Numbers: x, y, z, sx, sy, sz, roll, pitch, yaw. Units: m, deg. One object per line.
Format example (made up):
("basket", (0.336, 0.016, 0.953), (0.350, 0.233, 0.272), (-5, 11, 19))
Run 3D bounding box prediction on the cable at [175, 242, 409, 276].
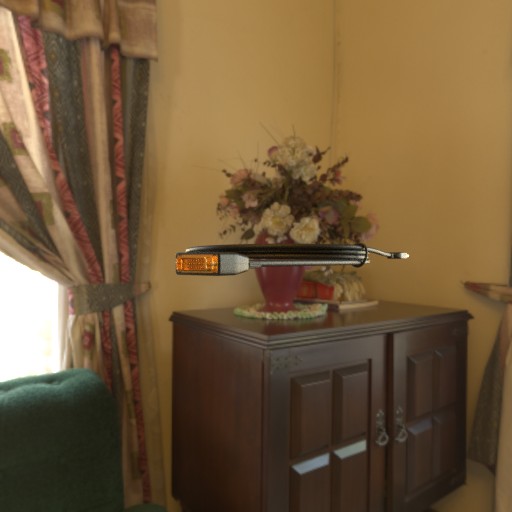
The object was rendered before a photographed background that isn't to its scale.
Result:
("cable", (0.000, 0.000, 0.529), (0.257, 0.030, 0.422), (0, -1, 38))
